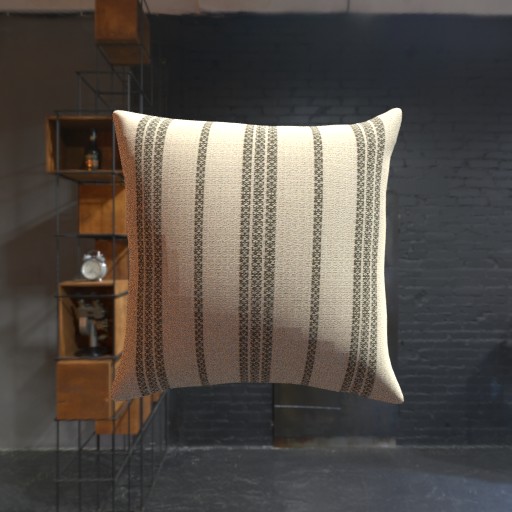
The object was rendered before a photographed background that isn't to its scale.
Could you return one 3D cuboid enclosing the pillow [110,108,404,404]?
[{"bbox_3d":[0.000,0.000,0.615,0.405,0.406,0.173,0,0,1],"label":"pillow"}]
